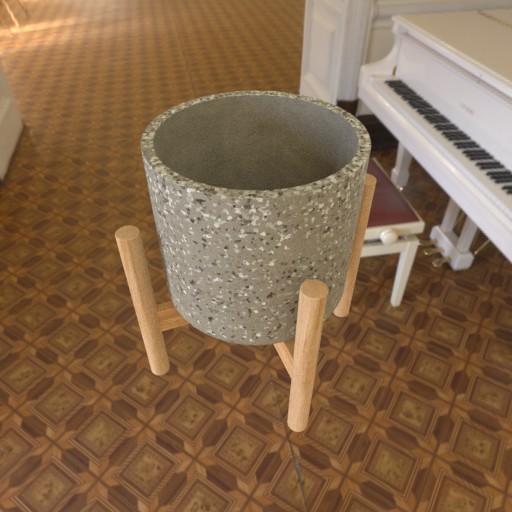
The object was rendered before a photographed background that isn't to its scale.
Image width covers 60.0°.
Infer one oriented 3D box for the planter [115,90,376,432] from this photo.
[{"bbox_3d":[0.000,0.000,0.541,0.284,0.320,0.284,1,42,1],"label":"planter"}]
